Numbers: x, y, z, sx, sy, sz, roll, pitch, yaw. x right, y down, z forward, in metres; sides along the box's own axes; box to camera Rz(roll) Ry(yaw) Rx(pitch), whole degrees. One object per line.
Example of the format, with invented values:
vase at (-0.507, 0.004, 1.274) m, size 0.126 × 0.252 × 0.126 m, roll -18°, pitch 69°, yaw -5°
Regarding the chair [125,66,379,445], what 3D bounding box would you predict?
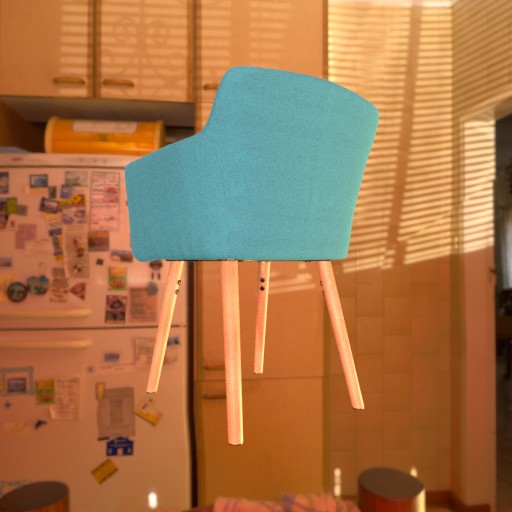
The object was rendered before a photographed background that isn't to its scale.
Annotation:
chair at (0.000, 0.000, 1.182) m, size 0.570 × 0.780 × 0.540 m, roll 1°, pitch -1°, yaw -36°
